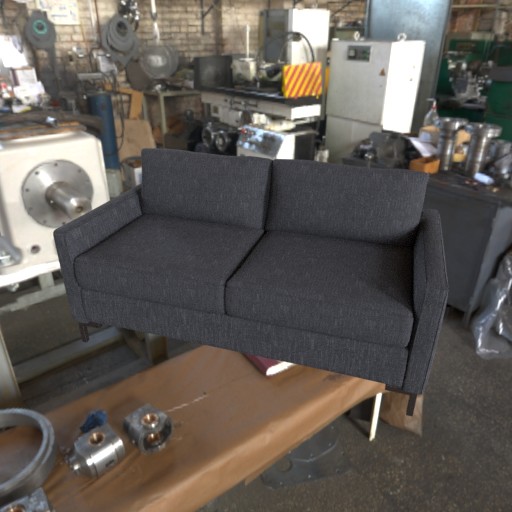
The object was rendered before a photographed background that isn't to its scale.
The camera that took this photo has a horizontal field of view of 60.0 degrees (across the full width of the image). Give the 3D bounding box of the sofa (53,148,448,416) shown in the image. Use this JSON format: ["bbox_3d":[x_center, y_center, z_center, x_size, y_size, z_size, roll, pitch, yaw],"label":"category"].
[{"bbox_3d":[0.000,0.000,2.215,1.716,0.862,0.866,8,28,16],"label":"sofa"}]
